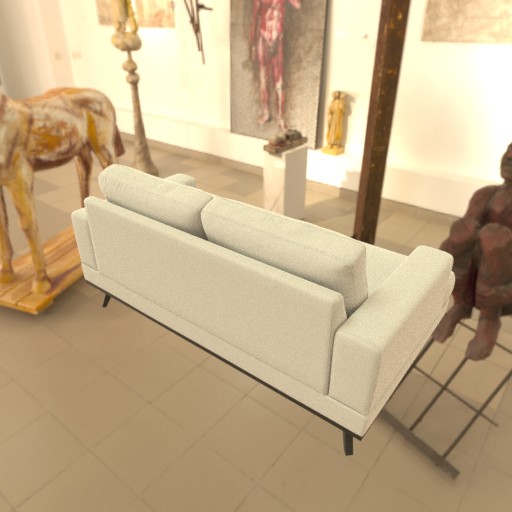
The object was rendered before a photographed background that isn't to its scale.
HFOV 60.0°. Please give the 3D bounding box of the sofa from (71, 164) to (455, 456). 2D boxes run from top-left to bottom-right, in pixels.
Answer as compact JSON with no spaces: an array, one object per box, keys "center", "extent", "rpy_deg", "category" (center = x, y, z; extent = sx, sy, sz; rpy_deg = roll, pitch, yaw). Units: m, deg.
[{"center":[0.000,0.000,2.152],"extent":[1.650,0.810,0.920],"rpy_deg":[21,36,32],"category":"sofa"}]
